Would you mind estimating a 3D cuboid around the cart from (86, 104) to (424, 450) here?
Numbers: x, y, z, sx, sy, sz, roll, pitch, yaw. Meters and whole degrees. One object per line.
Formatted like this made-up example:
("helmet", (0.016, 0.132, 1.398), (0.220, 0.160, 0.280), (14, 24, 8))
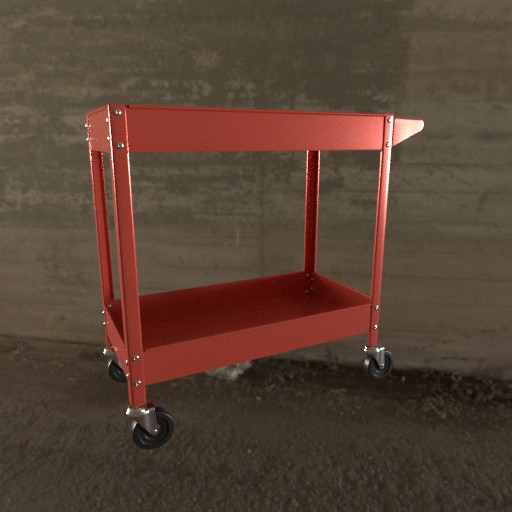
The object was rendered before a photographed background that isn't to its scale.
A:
("cart", (0.000, 0.000, 1.182), (0.779, 0.719, 0.366), (-7, 16, -26))
